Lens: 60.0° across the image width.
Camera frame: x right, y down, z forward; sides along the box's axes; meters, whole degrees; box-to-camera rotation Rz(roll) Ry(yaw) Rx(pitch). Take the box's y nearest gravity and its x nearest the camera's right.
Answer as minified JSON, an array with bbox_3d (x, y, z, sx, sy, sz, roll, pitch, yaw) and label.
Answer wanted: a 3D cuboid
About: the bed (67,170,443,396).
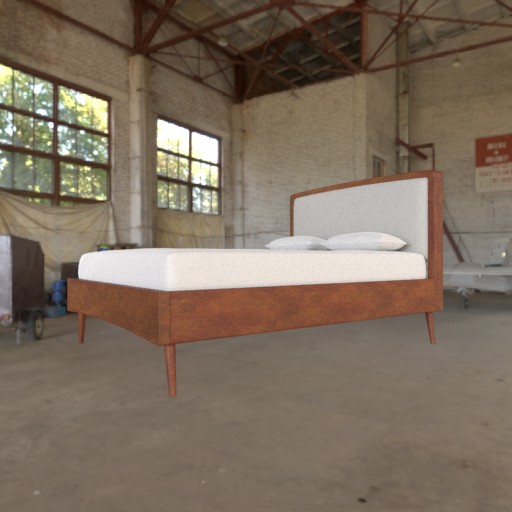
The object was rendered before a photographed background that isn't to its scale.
[{"bbox_3d":[0.000,0.000,3.194,2.196,1.275,1.587,0,0,-36],"label":"bed"}]
